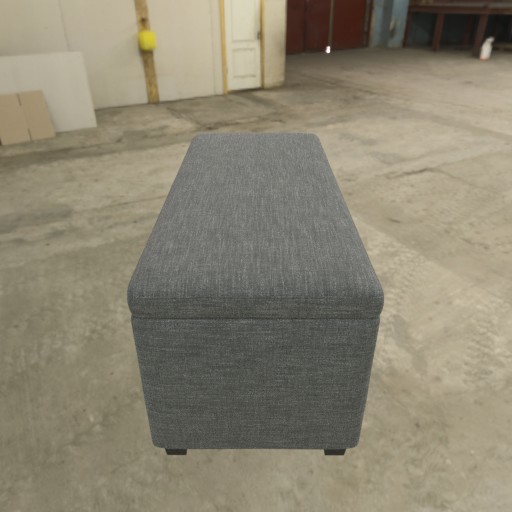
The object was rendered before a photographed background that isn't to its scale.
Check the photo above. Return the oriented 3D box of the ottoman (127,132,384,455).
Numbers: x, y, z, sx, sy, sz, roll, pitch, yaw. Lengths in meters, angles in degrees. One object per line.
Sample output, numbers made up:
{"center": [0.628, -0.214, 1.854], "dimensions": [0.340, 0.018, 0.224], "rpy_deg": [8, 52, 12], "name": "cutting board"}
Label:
{"center": [0.000, 0.000, 1.141], "dimensions": [0.419, 0.432, 0.902], "rpy_deg": [0, 31, 0], "name": "ottoman"}
